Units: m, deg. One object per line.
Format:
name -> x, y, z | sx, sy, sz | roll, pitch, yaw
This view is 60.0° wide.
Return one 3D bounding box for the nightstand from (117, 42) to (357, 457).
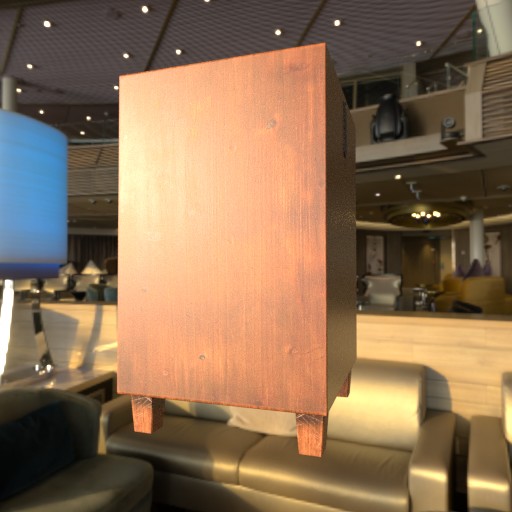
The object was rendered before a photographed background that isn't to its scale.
nightstand -> 0.000, 0.000, 1.009 | 0.410, 0.695, 0.465 | 0, -1, 19
